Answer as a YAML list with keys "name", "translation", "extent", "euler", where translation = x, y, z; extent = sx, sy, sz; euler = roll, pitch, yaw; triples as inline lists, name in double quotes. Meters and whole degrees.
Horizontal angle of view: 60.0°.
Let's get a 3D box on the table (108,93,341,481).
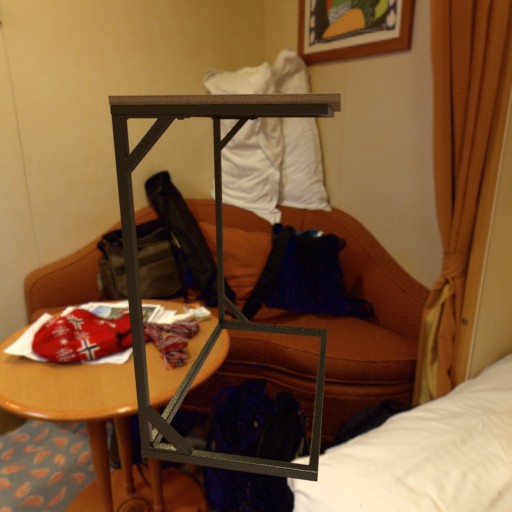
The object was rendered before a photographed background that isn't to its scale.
- name: "table"
  translation: [0.000, 0.000, 1.027]
  extent: [0.351, 0.673, 0.597]
  euler: [3, 17, 10]
